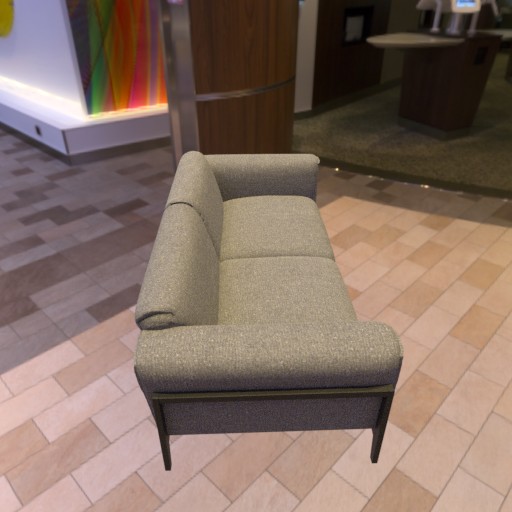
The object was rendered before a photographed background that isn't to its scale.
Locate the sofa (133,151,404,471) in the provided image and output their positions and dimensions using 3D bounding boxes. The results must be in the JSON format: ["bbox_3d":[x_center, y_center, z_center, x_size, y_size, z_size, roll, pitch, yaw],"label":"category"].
[{"bbox_3d":[0.000,0.000,2.513,0.985,0.703,2.125,-1,32,-2],"label":"sofa"}]
